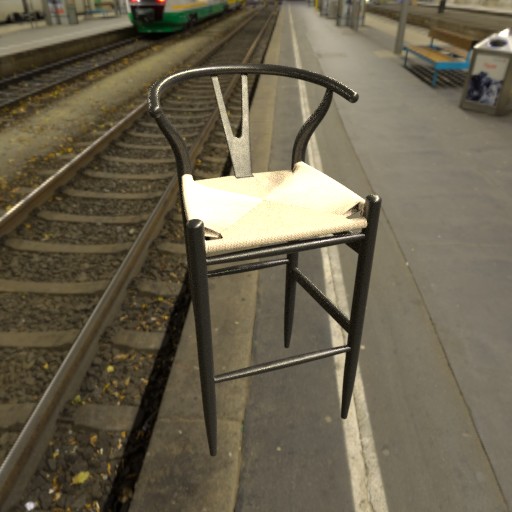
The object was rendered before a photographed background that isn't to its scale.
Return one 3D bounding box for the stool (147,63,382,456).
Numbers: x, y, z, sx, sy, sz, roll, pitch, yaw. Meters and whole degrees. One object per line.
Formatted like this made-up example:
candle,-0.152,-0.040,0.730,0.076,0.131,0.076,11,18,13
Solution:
stool,0.000,0.000,1.422,0.569,1.072,0.579,-9,32,-15
